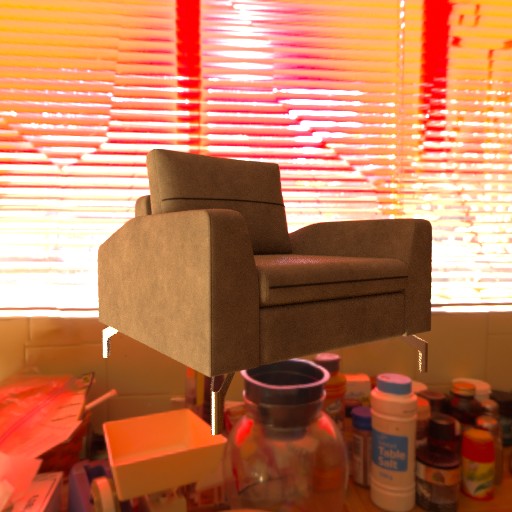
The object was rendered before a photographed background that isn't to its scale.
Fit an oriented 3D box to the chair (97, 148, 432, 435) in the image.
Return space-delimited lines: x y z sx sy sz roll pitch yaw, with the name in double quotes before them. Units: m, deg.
"chair" 0.000 0.000 1.627 0.900 0.800 0.900 -2 3 -36
